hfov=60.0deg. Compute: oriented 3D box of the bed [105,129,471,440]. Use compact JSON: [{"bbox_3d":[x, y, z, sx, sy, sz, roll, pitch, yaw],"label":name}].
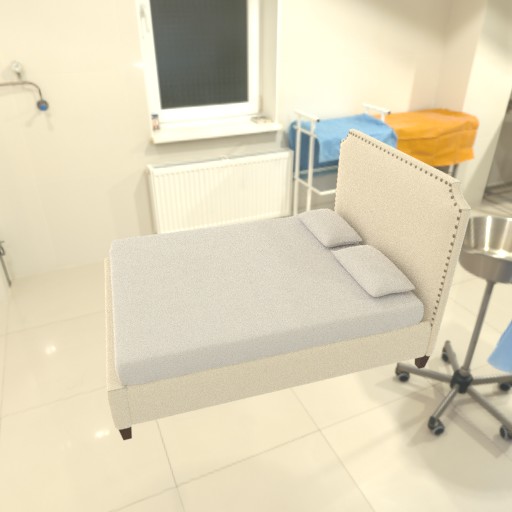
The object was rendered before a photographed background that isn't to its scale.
[{"bbox_3d":[0.000,0.000,3.481,2.372,1.497,1.712,-9,31,-15],"label":"bed"}]
